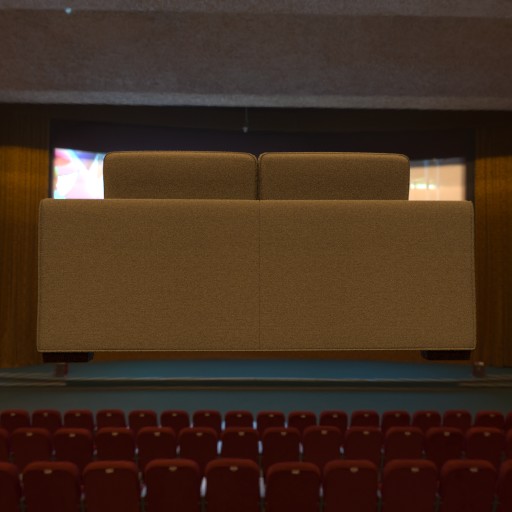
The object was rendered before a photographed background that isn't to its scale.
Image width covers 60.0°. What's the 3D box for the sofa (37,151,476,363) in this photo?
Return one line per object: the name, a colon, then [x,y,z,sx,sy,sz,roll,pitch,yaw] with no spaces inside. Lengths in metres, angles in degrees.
sofa: [0.000,0.000,2.337,1.812,0.924,1.007,0,-2,-2]
